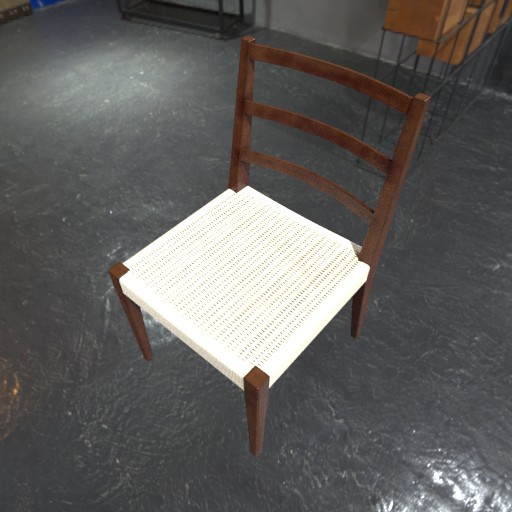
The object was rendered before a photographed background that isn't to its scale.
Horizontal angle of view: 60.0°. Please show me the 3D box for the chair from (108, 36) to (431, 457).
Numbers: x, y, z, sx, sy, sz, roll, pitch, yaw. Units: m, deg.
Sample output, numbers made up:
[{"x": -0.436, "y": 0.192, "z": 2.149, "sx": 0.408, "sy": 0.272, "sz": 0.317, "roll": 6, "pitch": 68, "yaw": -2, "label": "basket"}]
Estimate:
[{"x": 0.000, "y": 0.000, "z": 1.117, "sx": 0.480, "sy": 0.813, "sz": 0.551, "roll": 32, "pitch": 54, "yaw": 26, "label": "chair"}]
